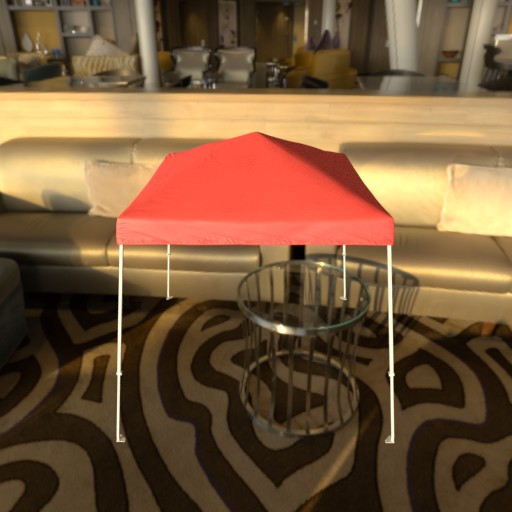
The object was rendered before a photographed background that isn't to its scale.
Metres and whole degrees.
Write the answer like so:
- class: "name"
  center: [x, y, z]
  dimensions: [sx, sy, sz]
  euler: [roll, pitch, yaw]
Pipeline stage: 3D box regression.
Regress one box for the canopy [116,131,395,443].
- class: "canopy"
  center: [0.000, 0.000, 6.552]
  dimensions: [3.599, 3.600, 3.600]
  euler: [0, 26, 0]
